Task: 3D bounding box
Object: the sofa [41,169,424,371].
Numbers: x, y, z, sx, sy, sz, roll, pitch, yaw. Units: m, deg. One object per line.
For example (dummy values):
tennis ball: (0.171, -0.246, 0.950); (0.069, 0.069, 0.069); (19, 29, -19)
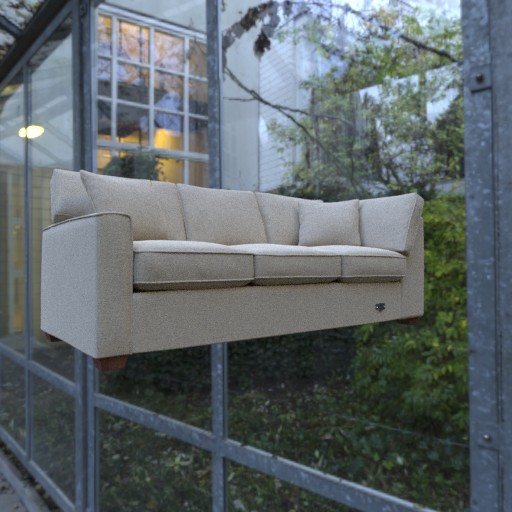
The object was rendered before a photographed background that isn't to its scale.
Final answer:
sofa: (0.000, 0.000, 2.819); (2.317, 0.962, 1.061); (1, -1, -37)
